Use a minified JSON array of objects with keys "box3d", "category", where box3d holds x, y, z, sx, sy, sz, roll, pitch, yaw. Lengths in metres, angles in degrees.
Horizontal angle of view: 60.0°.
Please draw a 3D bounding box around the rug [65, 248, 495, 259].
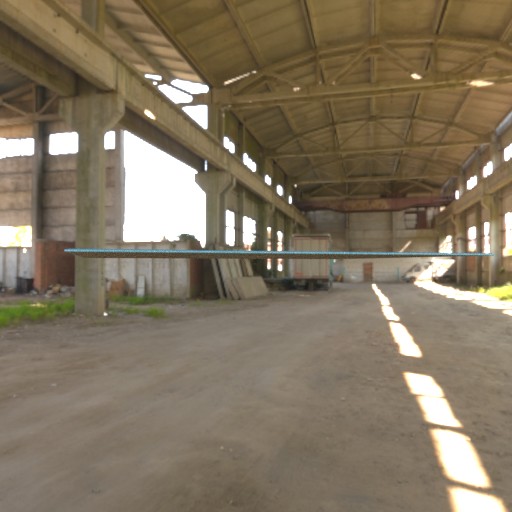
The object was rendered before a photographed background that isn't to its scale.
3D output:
[{"box3d":[0.000,0.000,3.934,2.964,0.018,2.350,0,-1,-19],"category":"rug"}]
